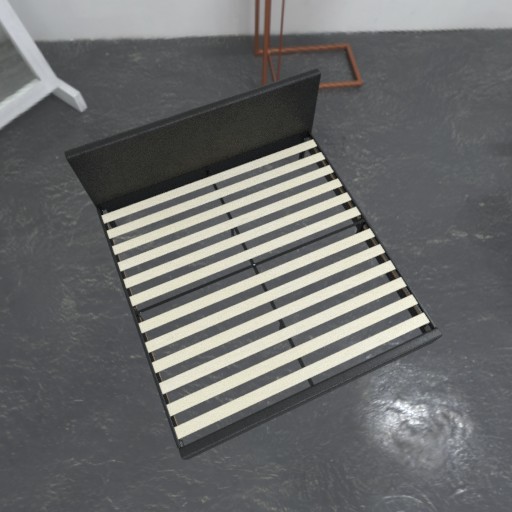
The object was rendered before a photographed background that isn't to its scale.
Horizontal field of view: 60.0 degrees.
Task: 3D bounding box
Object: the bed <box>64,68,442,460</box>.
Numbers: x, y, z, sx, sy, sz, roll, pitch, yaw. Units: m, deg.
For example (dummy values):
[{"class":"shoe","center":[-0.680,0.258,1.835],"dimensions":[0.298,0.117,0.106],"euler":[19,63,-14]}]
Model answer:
[{"class":"bed","center":[0.000,0.000,3.337],"dimensions":[2.018,1.046,2.152],"euler":[-22,66,-10]}]
